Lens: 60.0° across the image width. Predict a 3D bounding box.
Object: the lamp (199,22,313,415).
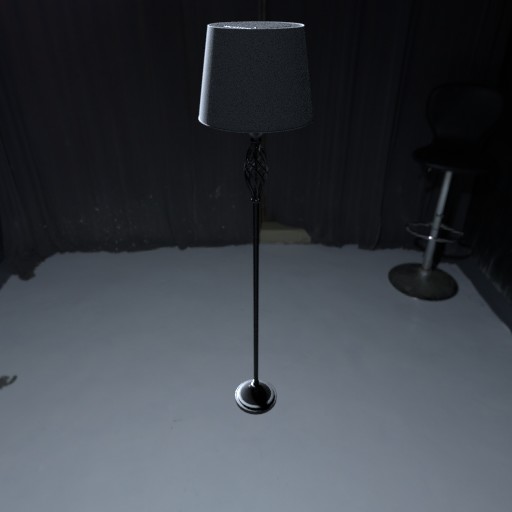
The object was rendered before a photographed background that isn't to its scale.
[{"bbox_3d":[0.000,0.000,1.752,0.379,1.623,0.379,0,31,0],"label":"lamp"}]
